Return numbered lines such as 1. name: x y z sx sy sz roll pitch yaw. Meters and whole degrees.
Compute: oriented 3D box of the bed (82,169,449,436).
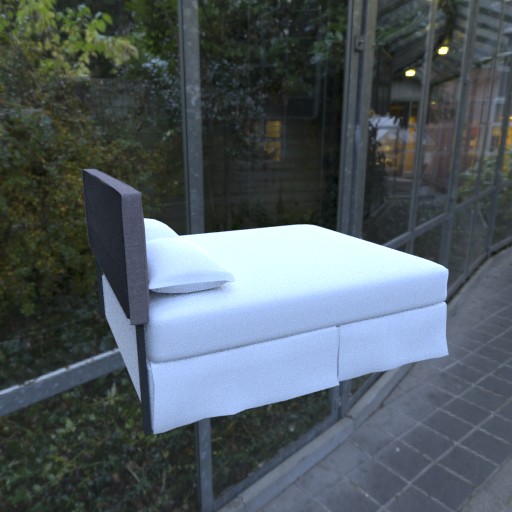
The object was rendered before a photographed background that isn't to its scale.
1. bed: 0.000 0.000 2.871 1.894 1.089 1.610 -7 16 -25
